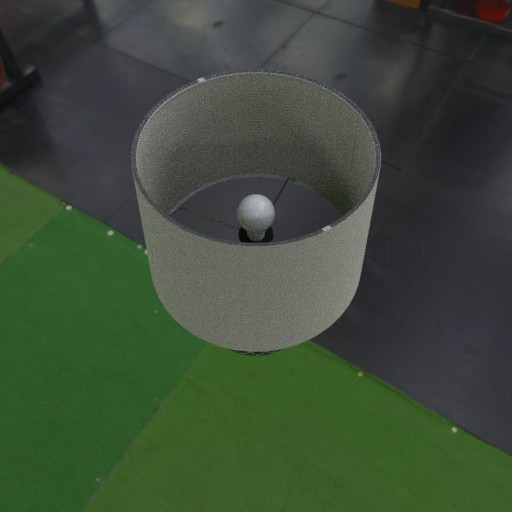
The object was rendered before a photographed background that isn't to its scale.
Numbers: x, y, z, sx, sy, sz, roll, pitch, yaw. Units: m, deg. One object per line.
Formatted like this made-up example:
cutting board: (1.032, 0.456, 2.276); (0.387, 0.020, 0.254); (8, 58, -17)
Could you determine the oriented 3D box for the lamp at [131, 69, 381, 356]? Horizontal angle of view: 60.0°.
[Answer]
lamp: (0.000, 0.000, 0.808); (0.376, 0.540, 0.376); (0, 57, 0)
